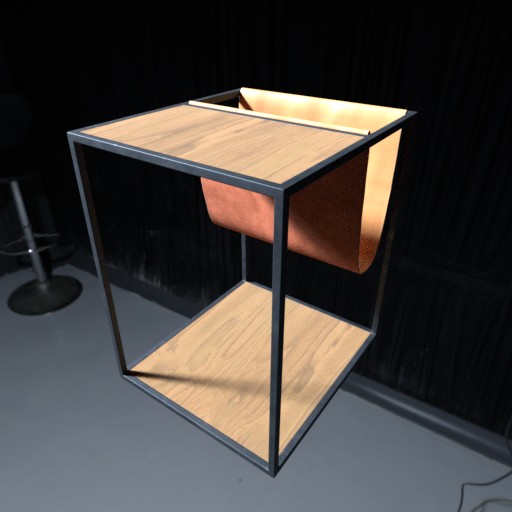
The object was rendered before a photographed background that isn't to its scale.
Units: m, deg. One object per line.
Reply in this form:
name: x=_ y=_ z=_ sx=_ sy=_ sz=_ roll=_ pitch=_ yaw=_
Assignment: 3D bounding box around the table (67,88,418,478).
table: x=0.000 y=0.000 z=0.878 sx=0.399 sy=0.536 sz=0.450 roll=20 pitch=36 yaw=30
